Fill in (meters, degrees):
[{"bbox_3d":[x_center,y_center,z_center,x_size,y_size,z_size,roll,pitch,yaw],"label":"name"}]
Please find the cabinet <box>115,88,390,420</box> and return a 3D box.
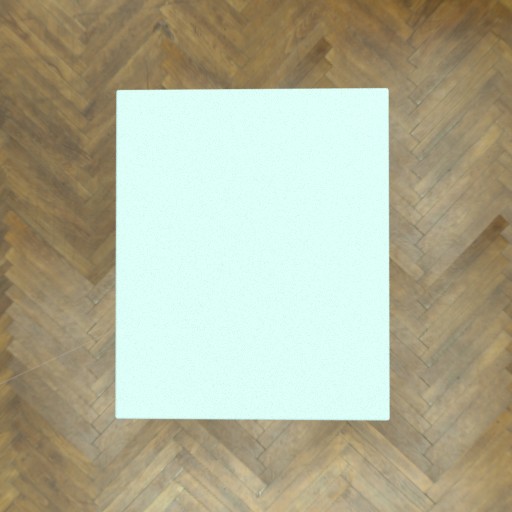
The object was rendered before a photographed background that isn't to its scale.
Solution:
[{"bbox_3d":[0.000,0.000,1.056,0.431,0.723,0.520,0,89,1],"label":"cabinet"}]
